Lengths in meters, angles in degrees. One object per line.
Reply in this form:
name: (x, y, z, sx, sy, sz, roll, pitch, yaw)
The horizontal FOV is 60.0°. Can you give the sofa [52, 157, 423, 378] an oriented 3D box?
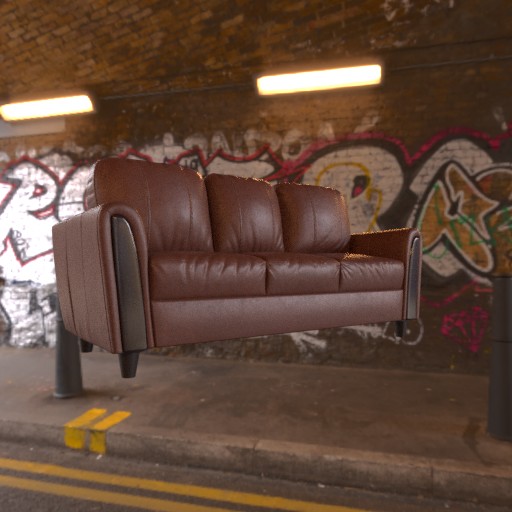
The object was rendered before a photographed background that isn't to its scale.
sofa: (0.000, 0.000, 2.339, 1.862, 0.915, 0.802, 1, -2, -36)
